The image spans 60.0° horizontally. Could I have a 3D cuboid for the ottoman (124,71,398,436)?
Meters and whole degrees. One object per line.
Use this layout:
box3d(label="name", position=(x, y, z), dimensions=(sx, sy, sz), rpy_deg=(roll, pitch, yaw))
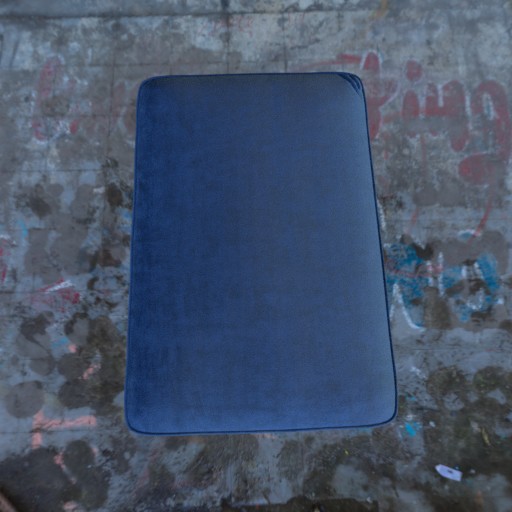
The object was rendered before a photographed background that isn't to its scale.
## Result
box3d(label="ottoman", position=(0.000, 0.000, 1.208), dimensions=(0.583, 0.484, 0.862), rpy_deg=(-2, 75, 0))
